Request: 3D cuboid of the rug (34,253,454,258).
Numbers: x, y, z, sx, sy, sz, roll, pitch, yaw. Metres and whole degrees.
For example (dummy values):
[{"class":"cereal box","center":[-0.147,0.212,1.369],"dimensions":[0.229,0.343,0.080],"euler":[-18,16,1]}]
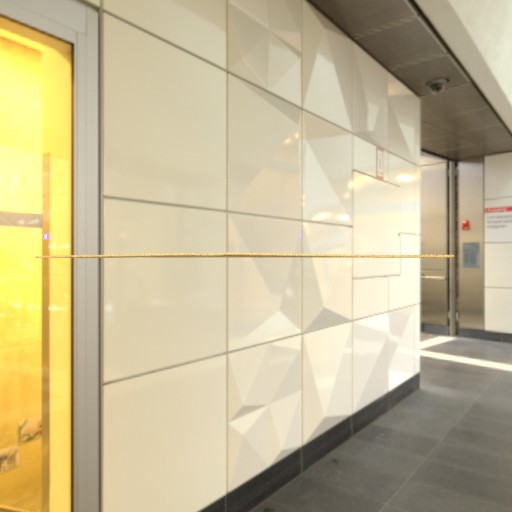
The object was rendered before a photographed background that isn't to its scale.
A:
[{"class":"rug","center":[0.000,0.000,2.354],"dimensions":[1.820,0.022,1.179],"euler":[0,0,18]}]
